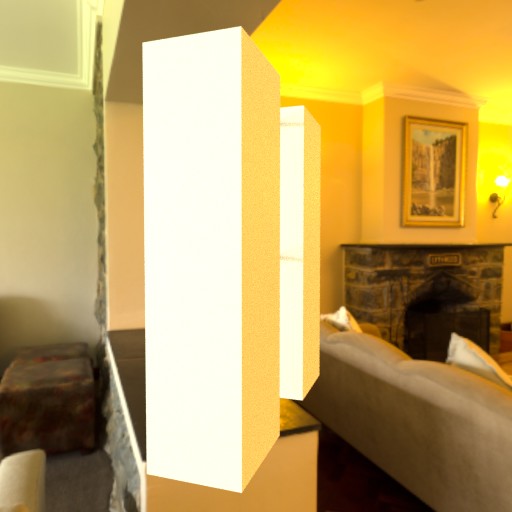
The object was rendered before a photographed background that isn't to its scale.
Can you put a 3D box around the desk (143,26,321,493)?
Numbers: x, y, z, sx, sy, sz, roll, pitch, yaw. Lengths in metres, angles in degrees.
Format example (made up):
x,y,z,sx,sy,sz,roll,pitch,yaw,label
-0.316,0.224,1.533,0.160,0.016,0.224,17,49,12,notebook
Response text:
x,y,z,sx,sy,sz,roll,pitch,yaw,label
0.000,0.000,2.812,0.480,2.000,1.770,1,2,19,desk
